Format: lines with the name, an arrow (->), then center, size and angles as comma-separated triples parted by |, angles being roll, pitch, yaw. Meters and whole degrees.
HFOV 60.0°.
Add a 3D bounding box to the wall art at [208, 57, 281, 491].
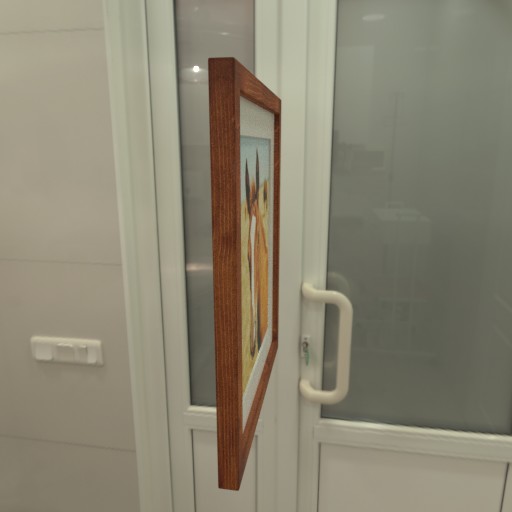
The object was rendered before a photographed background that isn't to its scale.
wall art -> 0.000, 0.000, 0.770 | 0.030, 0.558, 0.462 | 2, 14, 9
